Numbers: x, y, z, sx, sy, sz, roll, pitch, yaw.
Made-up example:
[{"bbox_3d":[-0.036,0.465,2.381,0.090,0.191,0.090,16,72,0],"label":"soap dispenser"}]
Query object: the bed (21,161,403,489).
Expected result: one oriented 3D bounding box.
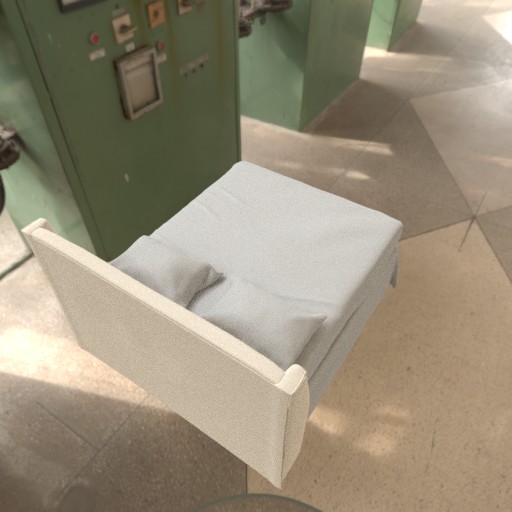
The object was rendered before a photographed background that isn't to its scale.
[{"bbox_3d":[0.000,0.000,3.394,1.925,1.332,2.276,26,51,23],"label":"bed"}]
